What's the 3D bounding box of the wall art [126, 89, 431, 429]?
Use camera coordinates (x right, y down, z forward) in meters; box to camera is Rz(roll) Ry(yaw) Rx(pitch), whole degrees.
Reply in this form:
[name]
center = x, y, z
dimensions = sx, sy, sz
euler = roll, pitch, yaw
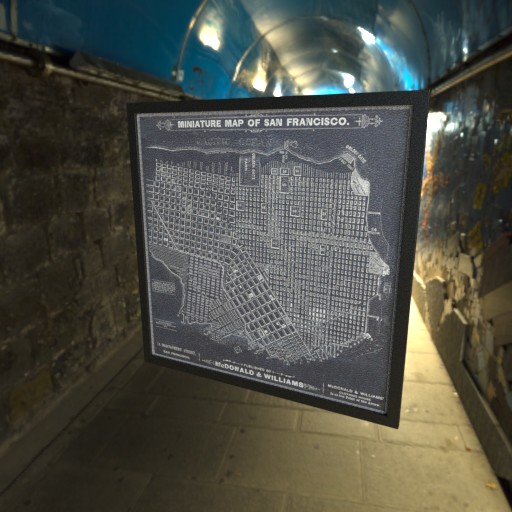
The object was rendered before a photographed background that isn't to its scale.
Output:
[wall art]
center = 0.000, 0.000, 1.196
dimensions = 0.807, 0.807, 0.022
euler = 7, 16, 25
